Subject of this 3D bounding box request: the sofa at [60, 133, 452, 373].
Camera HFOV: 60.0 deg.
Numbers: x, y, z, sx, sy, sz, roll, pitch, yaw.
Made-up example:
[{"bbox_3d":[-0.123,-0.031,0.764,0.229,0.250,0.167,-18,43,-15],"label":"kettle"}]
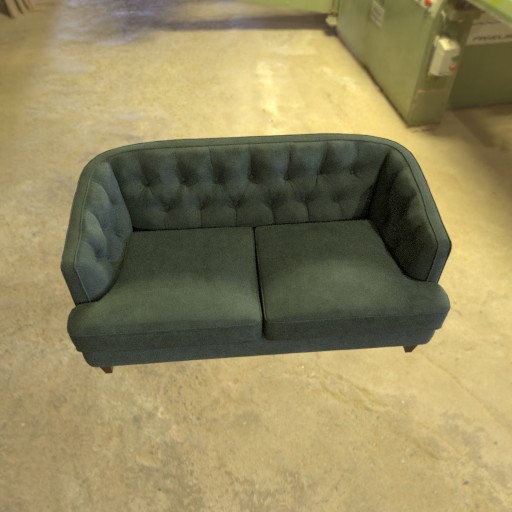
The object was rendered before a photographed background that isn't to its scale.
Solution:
[{"bbox_3d":[0.000,0.000,2.285,1.733,0.855,0.941,-3,46,-3],"label":"sofa"}]
